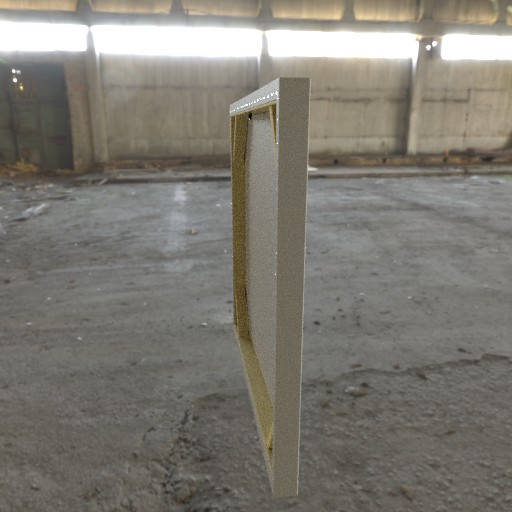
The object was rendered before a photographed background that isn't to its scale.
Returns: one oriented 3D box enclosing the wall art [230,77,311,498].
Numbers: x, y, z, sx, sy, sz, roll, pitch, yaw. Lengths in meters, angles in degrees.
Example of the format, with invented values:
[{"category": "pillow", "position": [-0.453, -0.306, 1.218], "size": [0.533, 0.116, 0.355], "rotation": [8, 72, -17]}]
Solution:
[{"category": "wall art", "position": [0.000, 0.000, 0.897], "size": [0.038, 0.610, 0.610], "rotation": [-2, 16, -8]}]
